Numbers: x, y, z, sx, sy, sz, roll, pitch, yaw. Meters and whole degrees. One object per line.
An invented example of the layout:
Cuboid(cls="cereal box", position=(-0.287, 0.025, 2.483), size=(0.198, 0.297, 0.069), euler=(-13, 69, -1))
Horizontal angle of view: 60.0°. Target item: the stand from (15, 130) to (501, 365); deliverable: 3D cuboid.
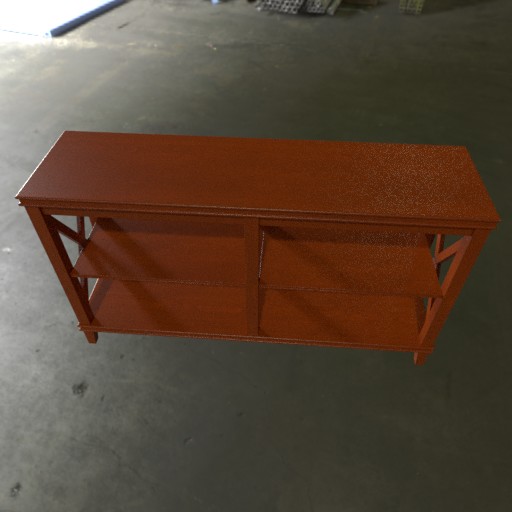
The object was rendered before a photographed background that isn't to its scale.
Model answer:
Cuboid(cls="stand", position=(0.000, 0.000, 1.647), size=(1.372, 0.762, 0.381), euler=(3, 45, 3))
